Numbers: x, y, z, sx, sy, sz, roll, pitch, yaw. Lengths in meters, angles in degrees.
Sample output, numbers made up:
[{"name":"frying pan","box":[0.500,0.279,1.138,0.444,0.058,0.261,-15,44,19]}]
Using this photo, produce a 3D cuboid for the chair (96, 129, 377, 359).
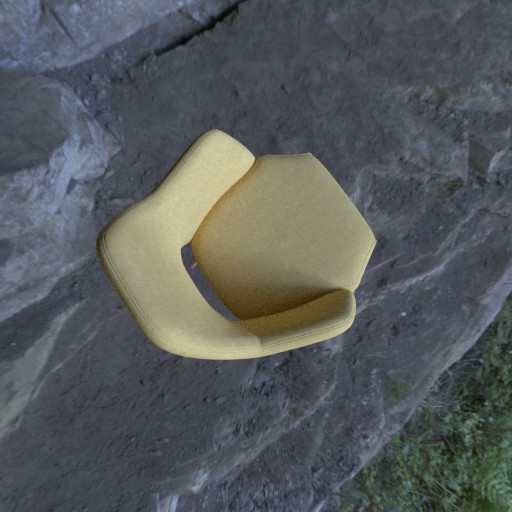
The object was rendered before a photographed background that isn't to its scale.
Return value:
[{"name":"chair","box":[0.000,0.000,1.249,0.610,0.840,0.590,-33,79,-7]}]
